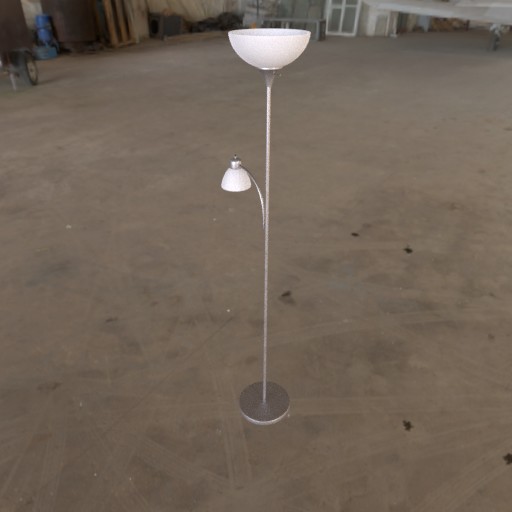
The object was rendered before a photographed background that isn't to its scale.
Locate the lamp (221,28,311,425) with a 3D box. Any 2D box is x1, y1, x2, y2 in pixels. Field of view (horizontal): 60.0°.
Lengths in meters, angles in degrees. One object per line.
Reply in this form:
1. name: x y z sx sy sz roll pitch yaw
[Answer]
1. lamp: 0.000 0.000 1.982 0.279 1.804 0.425 -20 37 -30
